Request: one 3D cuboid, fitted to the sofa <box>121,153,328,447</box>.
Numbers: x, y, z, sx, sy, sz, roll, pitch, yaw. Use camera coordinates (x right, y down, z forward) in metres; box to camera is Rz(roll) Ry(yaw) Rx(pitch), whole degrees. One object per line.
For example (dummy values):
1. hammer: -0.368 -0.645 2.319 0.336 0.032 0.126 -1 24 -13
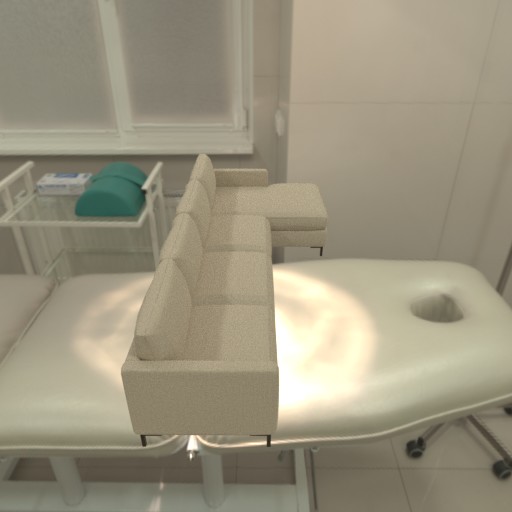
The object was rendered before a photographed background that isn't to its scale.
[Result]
1. sofa: 0.000 0.000 3.276 1.258 0.755 2.731 0 31 0
